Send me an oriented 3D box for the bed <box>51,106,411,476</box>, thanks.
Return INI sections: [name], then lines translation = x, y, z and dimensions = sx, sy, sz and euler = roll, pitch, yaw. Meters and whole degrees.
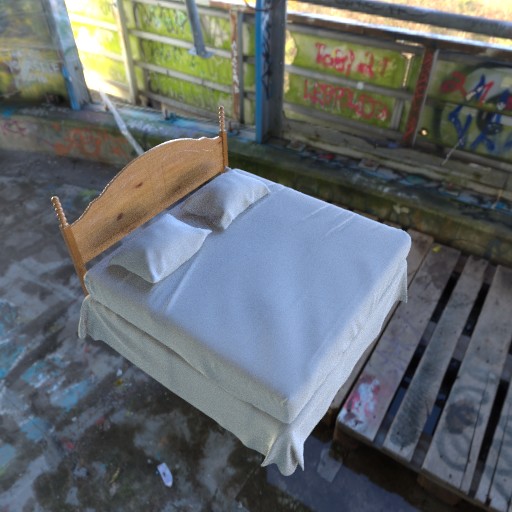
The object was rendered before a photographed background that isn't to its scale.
[bed]
translation = 0.000, 0.000, 3.656
dimensions = 2.219, 1.355, 2.322
euler = 26, 48, 26
